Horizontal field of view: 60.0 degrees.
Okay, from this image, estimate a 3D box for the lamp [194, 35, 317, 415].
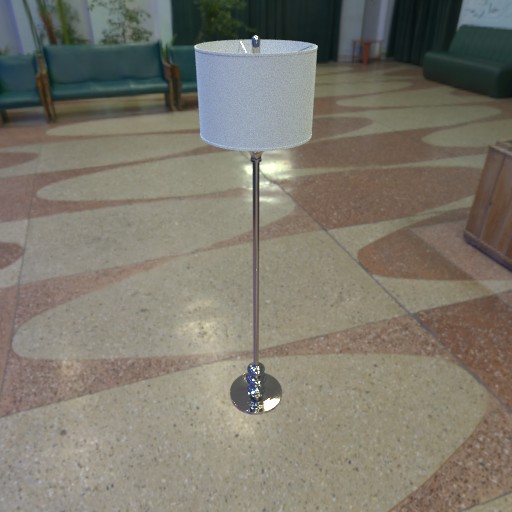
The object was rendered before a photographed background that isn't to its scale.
[{"bbox_3d":[0.000,0.000,1.665,0.356,1.487,0.356,-9,32,-14],"label":"lamp"}]
